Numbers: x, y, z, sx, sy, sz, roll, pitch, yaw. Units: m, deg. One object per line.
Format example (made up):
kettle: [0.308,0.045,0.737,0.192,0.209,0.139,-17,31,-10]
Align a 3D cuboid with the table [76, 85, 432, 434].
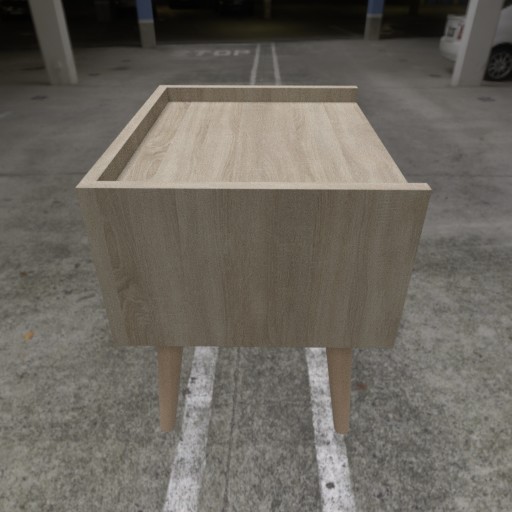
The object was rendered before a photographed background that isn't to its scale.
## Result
table: [0.000,0.000,0.777,0.370,0.470,0.450,0,34,1]
